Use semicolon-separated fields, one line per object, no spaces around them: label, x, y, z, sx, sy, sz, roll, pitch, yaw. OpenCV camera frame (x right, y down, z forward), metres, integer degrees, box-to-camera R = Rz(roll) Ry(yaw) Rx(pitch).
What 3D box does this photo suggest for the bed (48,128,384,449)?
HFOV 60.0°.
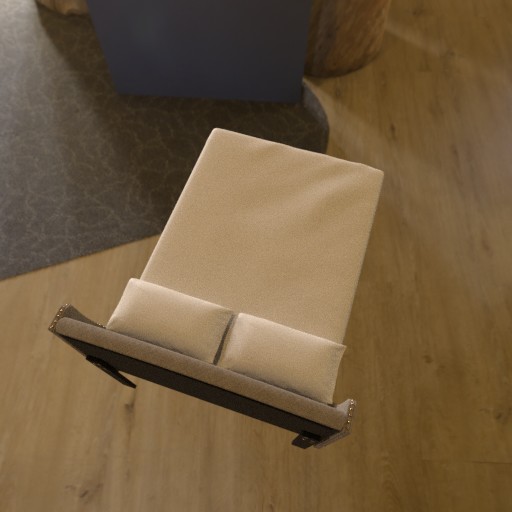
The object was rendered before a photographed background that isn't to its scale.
bed;0.000;0.000;3.333;1.710;1.407;2.237;17;65;8
